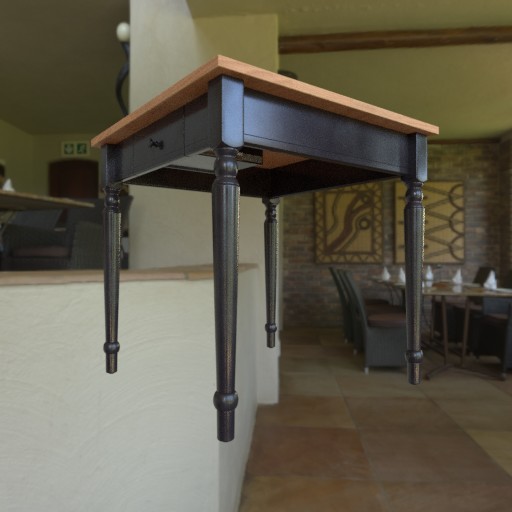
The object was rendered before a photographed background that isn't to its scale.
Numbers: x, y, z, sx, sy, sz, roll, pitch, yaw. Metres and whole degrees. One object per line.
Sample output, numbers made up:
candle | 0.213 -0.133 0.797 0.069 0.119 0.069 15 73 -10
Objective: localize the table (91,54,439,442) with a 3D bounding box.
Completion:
table | 0.000 0.000 1.336 0.747 0.738 0.747 0 0 -37
